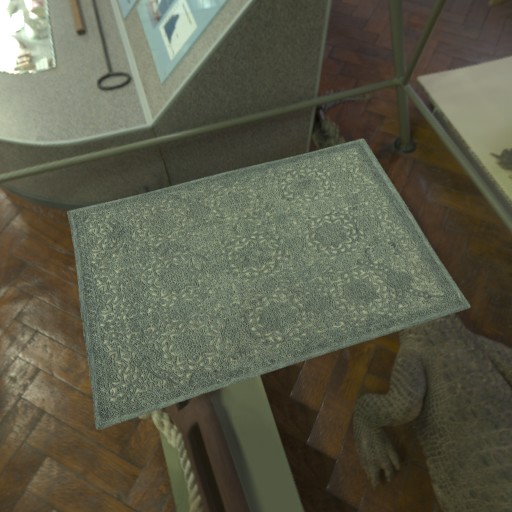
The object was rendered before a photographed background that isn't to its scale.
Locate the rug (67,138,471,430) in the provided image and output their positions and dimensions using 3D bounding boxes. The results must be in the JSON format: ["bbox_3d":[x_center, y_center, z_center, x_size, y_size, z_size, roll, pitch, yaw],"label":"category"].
[{"bbox_3d":[0.000,0.000,2.330,1.830,0.016,1.224,-16,60,-9],"label":"rug"}]
